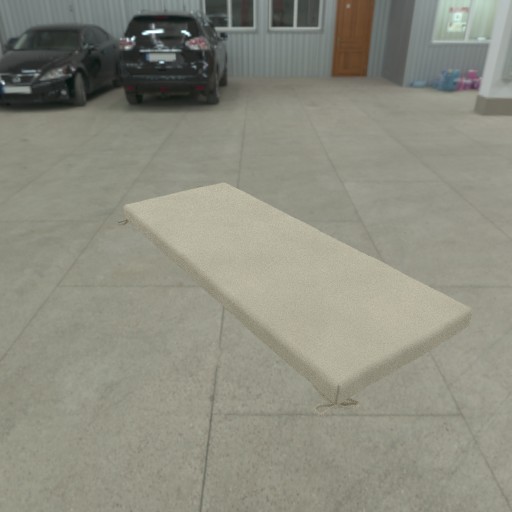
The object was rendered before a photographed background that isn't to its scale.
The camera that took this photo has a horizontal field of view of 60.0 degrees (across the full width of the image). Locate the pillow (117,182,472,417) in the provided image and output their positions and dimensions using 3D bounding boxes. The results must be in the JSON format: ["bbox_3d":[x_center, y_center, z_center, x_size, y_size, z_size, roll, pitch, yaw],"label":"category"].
[{"bbox_3d":[0.000,0.000,1.367,0.492,0.081,1.187,-19,33,-31],"label":"pillow"}]
